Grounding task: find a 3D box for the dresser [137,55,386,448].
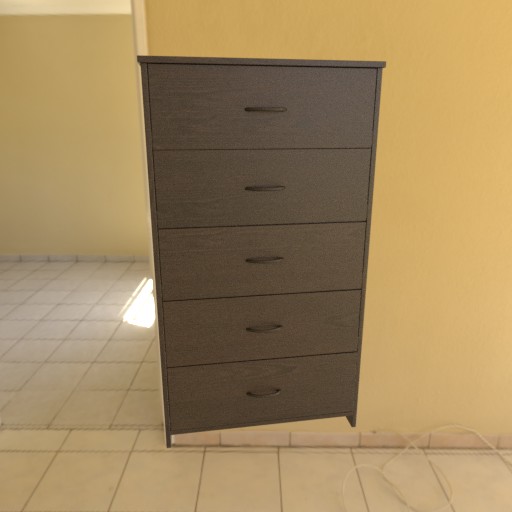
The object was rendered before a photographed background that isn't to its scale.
[{"bbox_3d":[0.000,0.000,1.588,0.704,1.254,0.418,-3,17,-9],"label":"dresser"}]
